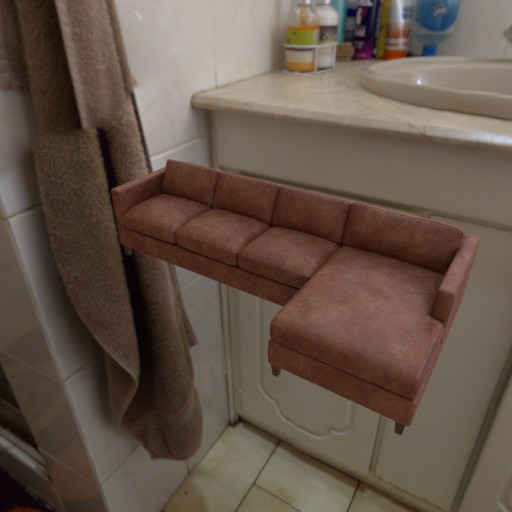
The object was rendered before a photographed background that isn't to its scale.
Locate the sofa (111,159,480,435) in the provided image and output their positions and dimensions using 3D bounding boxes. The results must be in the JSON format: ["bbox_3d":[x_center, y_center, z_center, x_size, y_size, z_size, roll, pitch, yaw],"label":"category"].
[{"bbox_3d":[0.000,0.000,3.815,3.203,0.883,1.581,18,36,28],"label":"sofa"}]
